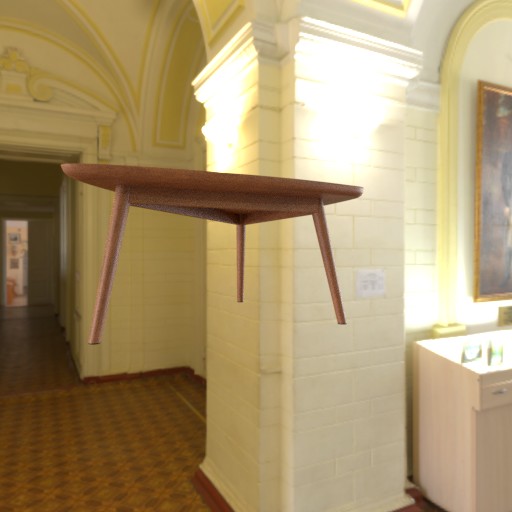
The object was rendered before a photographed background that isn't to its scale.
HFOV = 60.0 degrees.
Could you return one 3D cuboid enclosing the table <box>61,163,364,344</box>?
[{"bbox_3d":[0.000,0.000,1.270,0.601,0.365,1.008,0,0,19],"label":"table"}]
